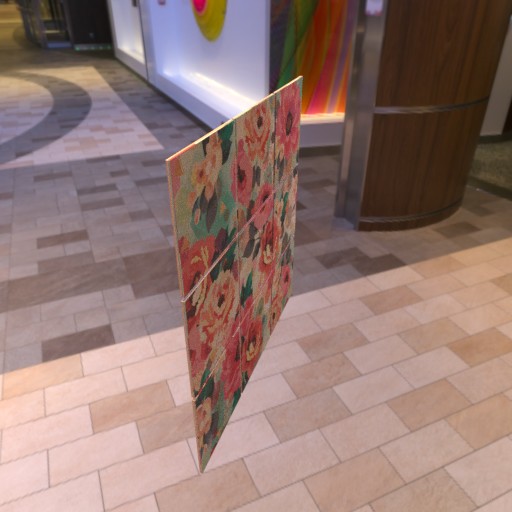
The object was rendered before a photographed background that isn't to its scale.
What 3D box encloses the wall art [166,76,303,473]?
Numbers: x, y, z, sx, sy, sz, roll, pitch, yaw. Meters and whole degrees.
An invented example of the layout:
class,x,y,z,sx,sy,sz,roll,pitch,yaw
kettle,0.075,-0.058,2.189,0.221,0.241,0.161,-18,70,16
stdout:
class,x,y,z,sx,sy,sz,roll,pitch,yaw
wall art,0.000,0.000,1.842,0.013,1.220,1.216,11,33,17
